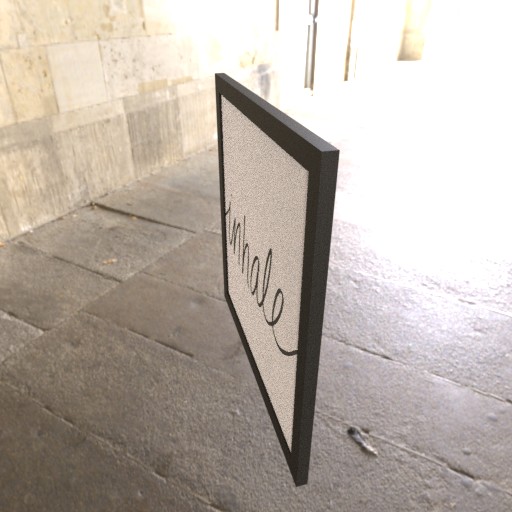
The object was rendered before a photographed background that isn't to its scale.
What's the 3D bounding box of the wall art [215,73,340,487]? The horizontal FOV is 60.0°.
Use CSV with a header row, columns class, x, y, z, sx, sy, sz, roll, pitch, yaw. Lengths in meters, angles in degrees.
class,x,y,z,sx,sy,sz,roll,pitch,yaw
wall art,0.000,0.000,0.521,0.013,0.356,0.356,-8,31,-13
